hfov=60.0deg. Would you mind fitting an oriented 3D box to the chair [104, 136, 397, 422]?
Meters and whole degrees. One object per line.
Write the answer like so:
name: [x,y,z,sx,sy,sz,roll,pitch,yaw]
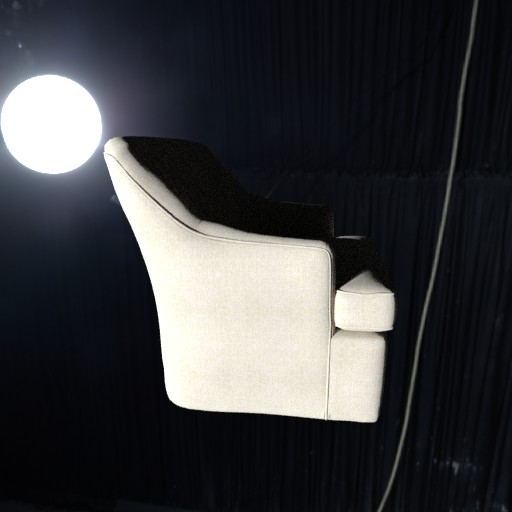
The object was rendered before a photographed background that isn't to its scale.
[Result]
chair: [0.000,0.000,1.638,0.923,0.856,0.864,2,14,9]
